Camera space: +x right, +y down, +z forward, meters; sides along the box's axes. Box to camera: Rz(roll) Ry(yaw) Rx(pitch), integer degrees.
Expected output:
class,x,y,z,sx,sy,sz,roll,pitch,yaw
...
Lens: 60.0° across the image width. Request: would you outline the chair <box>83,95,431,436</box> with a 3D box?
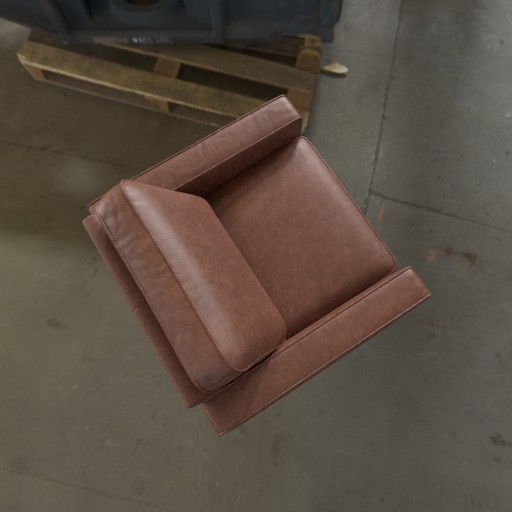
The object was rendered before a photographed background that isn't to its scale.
class,x,y,z,sx,sy,sz,roll,pitch,yaw
chair,0.000,0.000,1.762,0.940,0.919,1.017,-32,78,-7
